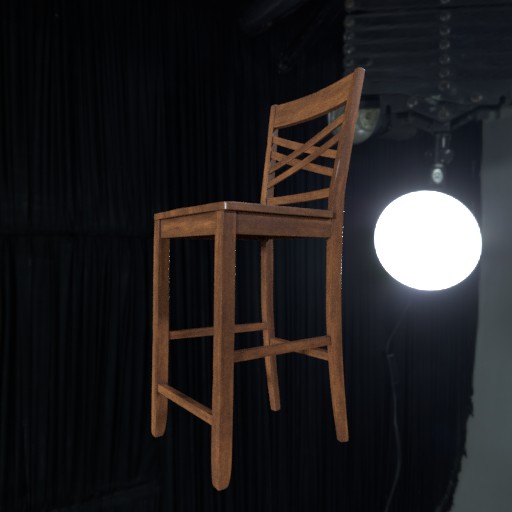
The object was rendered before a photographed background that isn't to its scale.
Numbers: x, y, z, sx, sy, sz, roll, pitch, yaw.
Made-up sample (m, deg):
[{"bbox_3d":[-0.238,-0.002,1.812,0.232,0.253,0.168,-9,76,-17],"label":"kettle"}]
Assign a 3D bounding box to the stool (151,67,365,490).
[{"bbox_3d":[0.000,0.000,1.329,0.504,1.098,0.426,0,0,-36],"label":"stool"}]
